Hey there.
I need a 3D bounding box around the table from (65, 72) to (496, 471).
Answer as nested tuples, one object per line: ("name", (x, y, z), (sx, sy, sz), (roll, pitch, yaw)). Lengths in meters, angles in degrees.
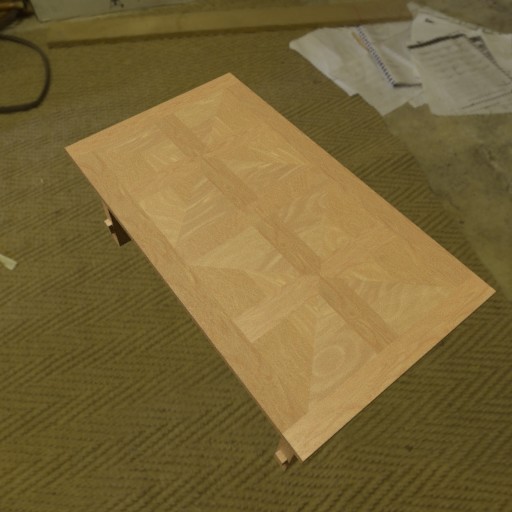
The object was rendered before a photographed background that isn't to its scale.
("table", (0.000, 0.000, 1.602), (0.711, 0.507, 1.270), (-33, 62, -20))
